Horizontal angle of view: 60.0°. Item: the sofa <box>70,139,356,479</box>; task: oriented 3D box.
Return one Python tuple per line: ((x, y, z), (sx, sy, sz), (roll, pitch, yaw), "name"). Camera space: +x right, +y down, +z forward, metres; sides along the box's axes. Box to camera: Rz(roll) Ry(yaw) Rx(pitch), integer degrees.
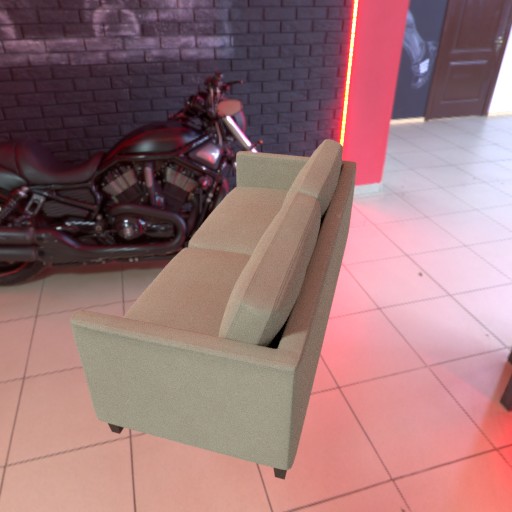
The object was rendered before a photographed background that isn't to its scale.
((0.000, 0.000, 2.637), (0.948, 0.932, 2.181), (9, 33, 14), "sofa")
